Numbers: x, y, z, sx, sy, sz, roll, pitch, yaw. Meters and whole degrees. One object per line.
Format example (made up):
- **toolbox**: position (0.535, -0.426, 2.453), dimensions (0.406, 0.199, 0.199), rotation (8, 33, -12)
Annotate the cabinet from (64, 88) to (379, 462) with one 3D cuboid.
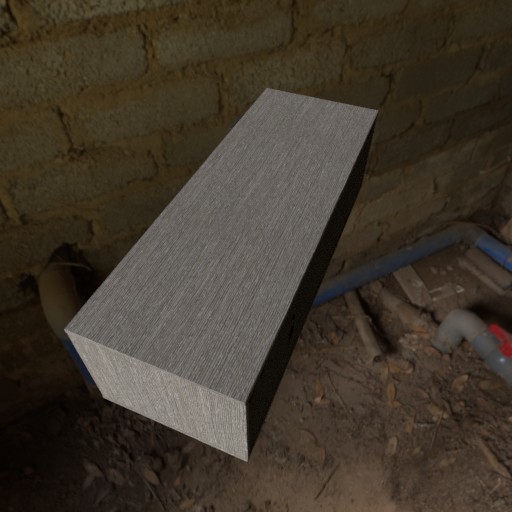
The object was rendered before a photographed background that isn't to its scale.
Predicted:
- **cabinet**: position (0.000, 0.000, 1.628), dimensions (0.500, 0.599, 1.300), rotation (17, 50, 15)
